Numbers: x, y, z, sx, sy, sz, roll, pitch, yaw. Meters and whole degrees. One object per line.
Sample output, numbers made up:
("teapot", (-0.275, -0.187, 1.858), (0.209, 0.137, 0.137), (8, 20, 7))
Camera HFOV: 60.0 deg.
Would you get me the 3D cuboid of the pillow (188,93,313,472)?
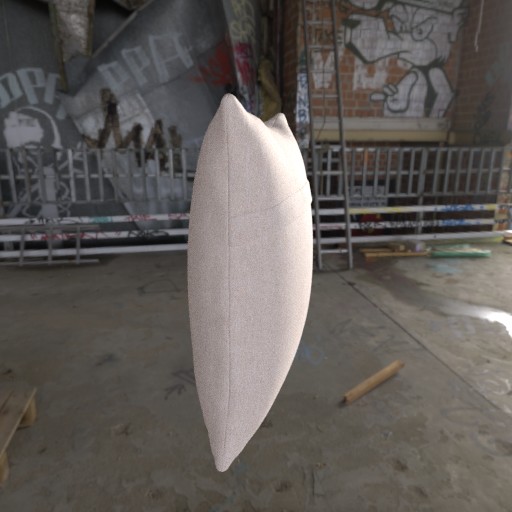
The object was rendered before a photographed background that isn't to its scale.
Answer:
("pillow", (0.000, 0.000, 0.681), (0.173, 0.436, 0.433), (3, 16, 9))
